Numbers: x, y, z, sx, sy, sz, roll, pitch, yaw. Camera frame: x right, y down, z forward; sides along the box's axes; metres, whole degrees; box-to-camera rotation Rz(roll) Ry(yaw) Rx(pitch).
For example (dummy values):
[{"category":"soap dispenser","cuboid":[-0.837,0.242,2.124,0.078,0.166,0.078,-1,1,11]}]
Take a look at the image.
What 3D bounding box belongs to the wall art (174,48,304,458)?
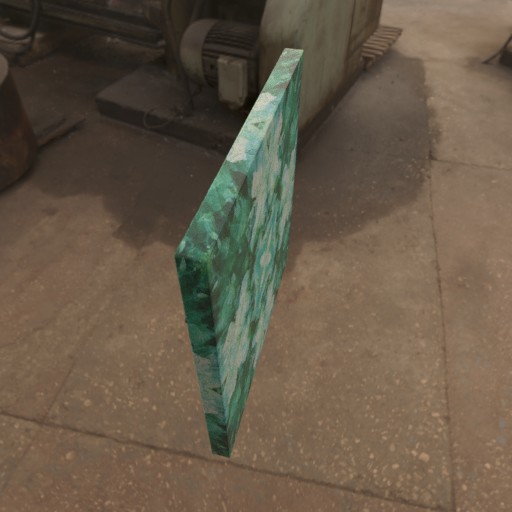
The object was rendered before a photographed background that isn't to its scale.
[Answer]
[{"category":"wall art","cuboid":[0.000,0.000,0.765,0.038,0.508,0.507,11,47,10]}]
